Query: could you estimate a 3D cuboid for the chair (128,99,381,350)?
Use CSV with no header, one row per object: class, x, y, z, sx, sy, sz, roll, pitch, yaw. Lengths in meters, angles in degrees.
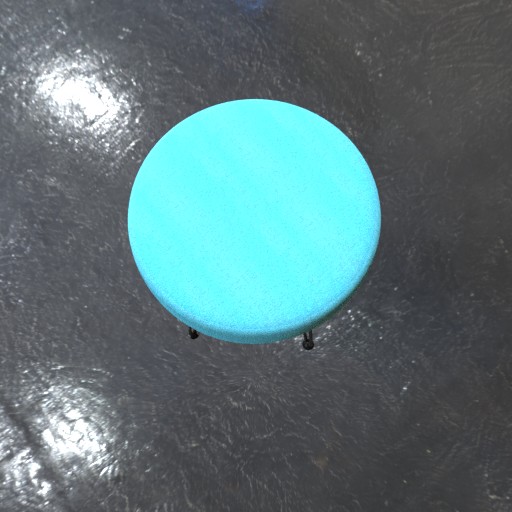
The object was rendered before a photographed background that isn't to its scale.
chair,0.000,0.000,0.710,0.350,0.440,0.350,-38,78,-9
